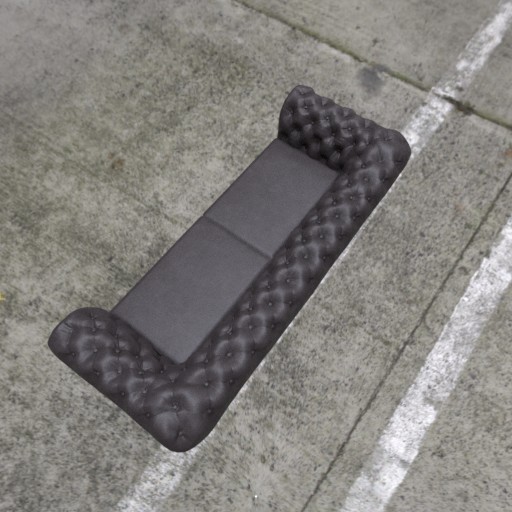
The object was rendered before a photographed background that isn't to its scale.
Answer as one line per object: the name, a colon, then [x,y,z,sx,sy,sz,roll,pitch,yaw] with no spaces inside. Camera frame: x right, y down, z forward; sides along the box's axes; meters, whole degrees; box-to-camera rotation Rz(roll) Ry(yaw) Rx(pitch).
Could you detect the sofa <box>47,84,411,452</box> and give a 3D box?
sofa: [0.000,0.000,2.841,0.944,0.783,2.385,33,66,16]
